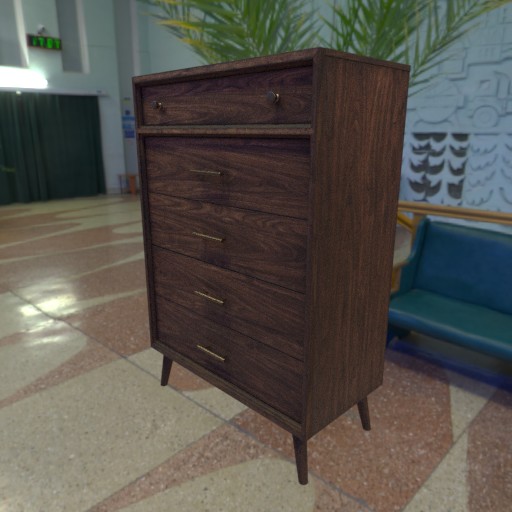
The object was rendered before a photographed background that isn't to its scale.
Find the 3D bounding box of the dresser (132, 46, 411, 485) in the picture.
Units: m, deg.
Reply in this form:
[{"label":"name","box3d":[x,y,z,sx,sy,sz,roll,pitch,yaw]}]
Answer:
[{"label":"dresser","box3d":[0.000,0.000,1.763,0.498,1.365,0.919,-15,22,-43]}]
